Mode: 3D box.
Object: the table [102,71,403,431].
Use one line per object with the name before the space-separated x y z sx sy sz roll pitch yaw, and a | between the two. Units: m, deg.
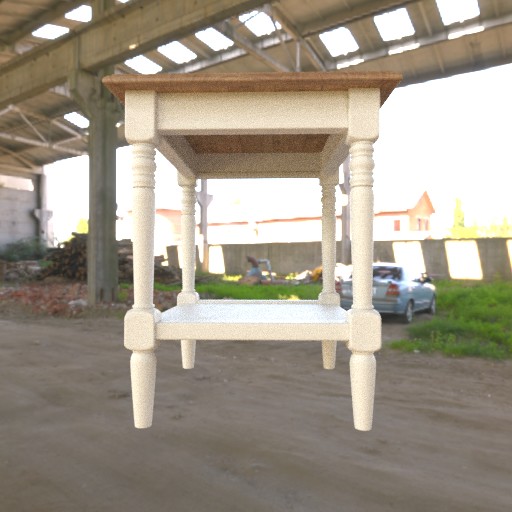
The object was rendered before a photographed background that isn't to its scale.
table | 0.000 0.000 0.923 0.457 0.561 0.508 0 -1 2
